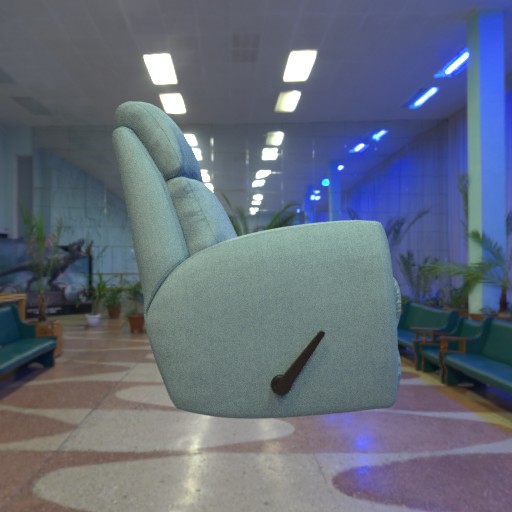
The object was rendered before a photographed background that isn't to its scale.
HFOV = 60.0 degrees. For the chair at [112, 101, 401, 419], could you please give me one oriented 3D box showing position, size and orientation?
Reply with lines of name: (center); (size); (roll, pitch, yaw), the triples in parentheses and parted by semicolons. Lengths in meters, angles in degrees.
chair: (0.000, 0.000, 1.680); (0.940, 1.013, 0.812); (0, -1, 0)
